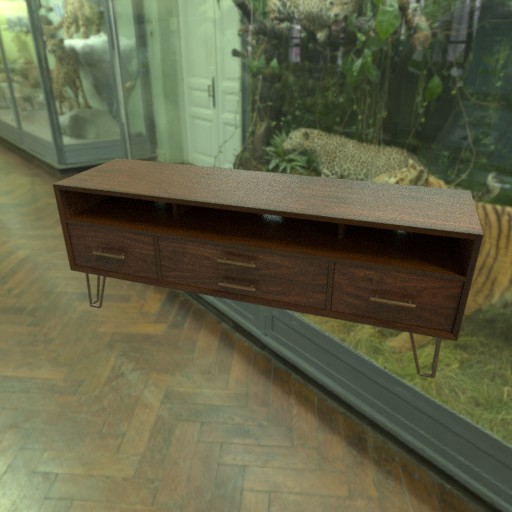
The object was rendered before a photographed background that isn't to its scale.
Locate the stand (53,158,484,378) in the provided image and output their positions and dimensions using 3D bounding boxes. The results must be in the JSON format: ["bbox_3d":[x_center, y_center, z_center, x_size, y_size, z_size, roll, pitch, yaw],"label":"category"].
[{"bbox_3d":[0.000,0.000,1.918,1.626,0.610,0.481,9,28,17],"label":"stand"}]
